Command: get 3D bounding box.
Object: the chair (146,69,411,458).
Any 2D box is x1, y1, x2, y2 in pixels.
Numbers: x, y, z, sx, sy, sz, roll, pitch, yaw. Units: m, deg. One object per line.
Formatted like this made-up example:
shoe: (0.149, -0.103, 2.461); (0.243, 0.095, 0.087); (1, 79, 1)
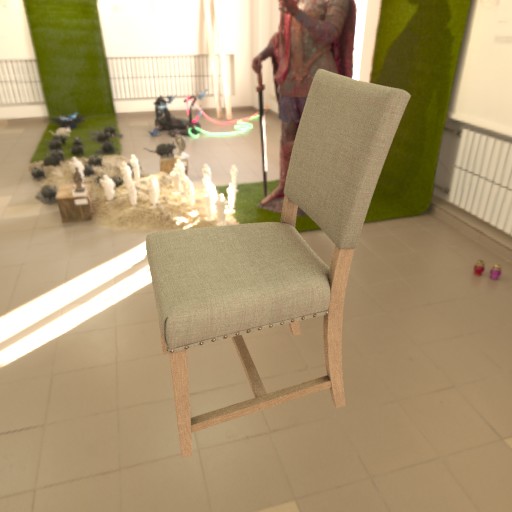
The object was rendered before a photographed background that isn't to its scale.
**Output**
chair: (0.000, 0.000, 1.335); (0.622, 0.986, 0.508); (-8, 30, -15)
